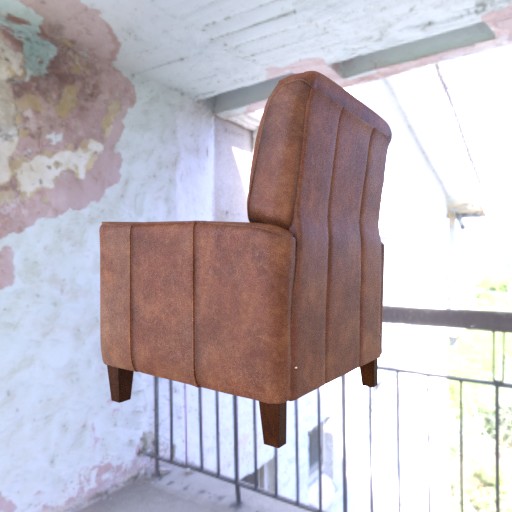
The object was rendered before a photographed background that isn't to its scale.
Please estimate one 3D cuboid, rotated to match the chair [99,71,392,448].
[{"bbox_3d":[0.000,0.000,1.677,0.836,1.043,0.843,0,-1,35],"label":"chair"}]
